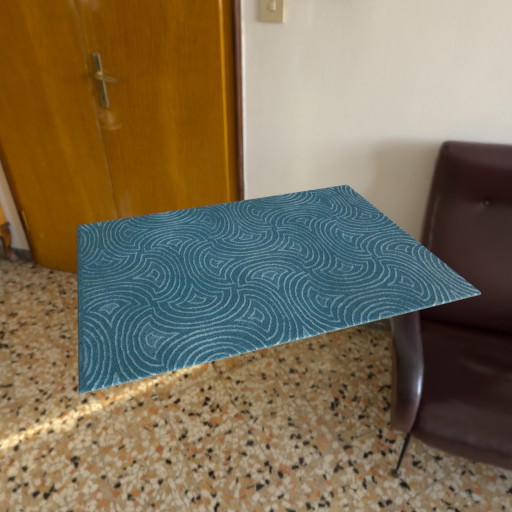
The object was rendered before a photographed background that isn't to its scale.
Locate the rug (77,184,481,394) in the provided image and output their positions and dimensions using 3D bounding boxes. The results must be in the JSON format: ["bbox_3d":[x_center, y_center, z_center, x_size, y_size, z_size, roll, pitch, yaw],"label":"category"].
[{"bbox_3d":[0.000,0.000,2.808,2.144,0.015,1.543,-11,35,-16],"label":"rug"}]
